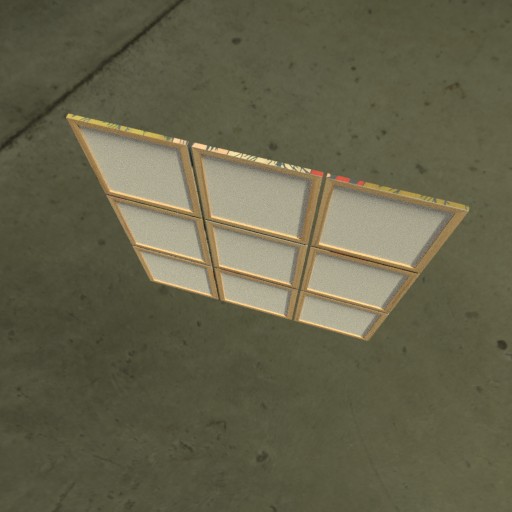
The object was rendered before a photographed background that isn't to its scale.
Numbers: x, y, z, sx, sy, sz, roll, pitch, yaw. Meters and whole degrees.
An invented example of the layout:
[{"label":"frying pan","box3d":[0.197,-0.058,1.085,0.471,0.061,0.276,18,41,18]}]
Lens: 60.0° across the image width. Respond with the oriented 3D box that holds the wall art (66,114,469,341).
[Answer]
[{"label":"wall art","box3d":[0.000,0.000,1.366,0.904,0.913,0.013,15,64,7]}]
